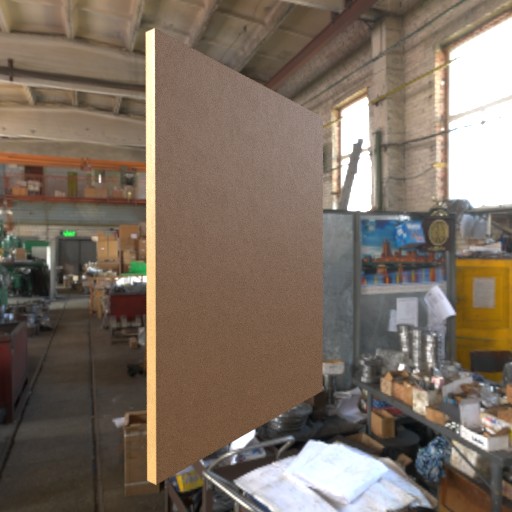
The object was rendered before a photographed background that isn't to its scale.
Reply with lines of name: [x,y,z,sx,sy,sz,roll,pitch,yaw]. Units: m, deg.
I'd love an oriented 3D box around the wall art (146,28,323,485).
wall art: [0.000,0.000,1.305,0.030,1.002,0.798,1,1,36]
